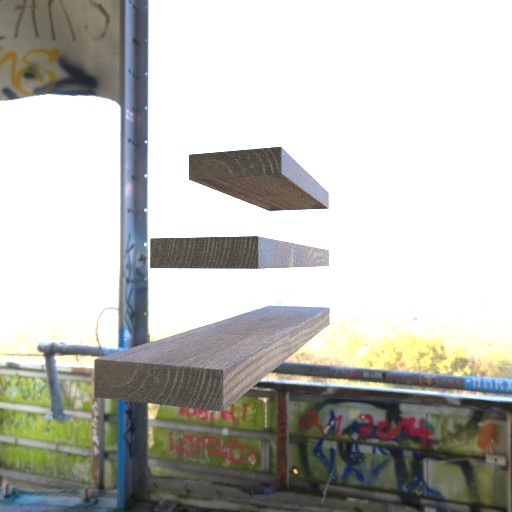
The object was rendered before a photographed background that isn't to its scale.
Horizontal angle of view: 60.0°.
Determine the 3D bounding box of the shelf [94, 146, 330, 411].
[{"bbox_3d":[0.000,0.000,0.713,0.140,0.293,0.610,0,-1,18],"label":"shelf"}]
